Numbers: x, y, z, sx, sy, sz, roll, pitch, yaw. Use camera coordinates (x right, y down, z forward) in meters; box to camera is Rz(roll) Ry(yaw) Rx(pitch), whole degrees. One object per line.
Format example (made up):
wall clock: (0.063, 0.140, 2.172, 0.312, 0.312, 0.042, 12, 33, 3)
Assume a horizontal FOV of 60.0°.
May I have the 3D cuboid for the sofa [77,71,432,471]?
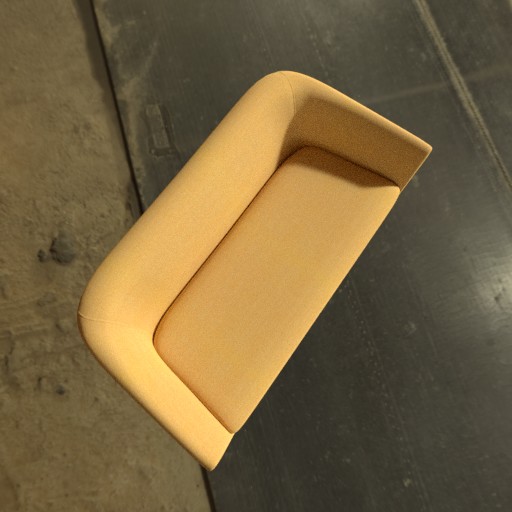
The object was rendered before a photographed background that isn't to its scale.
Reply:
sofa: (0.000, 0.000, 1.853, 0.705, 0.721, 1.452, 35, 77, 9)
